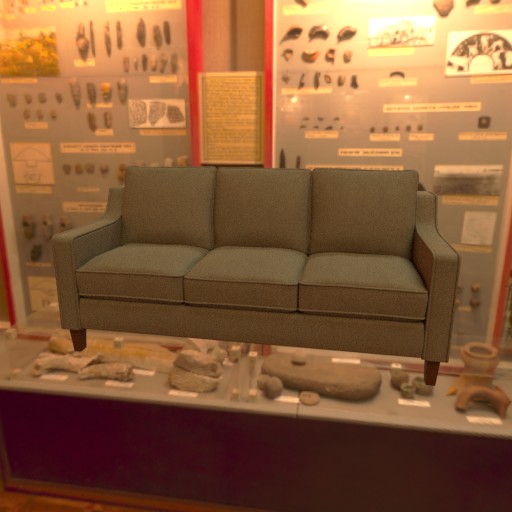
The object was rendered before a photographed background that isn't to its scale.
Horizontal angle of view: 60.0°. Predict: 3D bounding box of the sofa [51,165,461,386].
[{"bbox_3d":[0.000,0.000,2.549,1.986,0.974,0.911,3,15,10],"label":"sofa"}]
